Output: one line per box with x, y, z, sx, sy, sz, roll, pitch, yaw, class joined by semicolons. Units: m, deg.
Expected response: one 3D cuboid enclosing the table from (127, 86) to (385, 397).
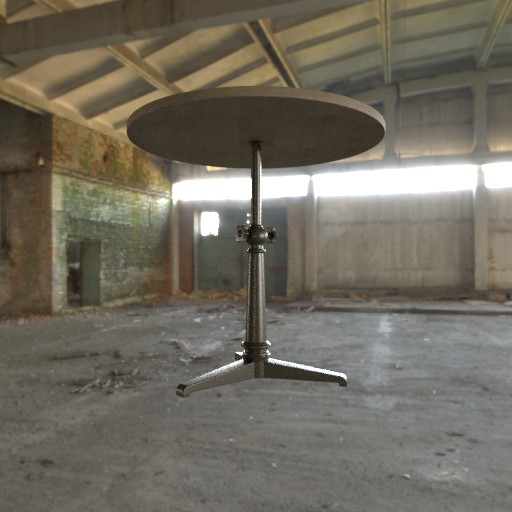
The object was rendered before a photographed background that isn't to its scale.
0.000;0.000;1.422;0.800;0.780;0.800;0;-1;0;table
